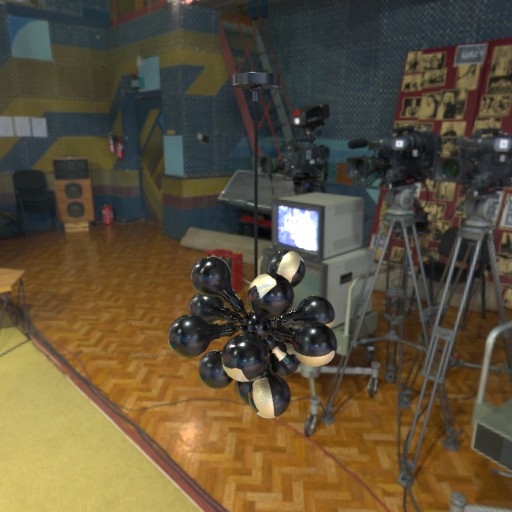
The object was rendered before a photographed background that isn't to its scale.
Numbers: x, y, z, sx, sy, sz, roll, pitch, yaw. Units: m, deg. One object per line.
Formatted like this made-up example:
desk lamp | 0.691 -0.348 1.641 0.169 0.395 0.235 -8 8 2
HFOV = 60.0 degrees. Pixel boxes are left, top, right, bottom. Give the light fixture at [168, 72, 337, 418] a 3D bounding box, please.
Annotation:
light fixture | 0.000 0.000 1.131 0.420 0.859 0.468 2 16 8
